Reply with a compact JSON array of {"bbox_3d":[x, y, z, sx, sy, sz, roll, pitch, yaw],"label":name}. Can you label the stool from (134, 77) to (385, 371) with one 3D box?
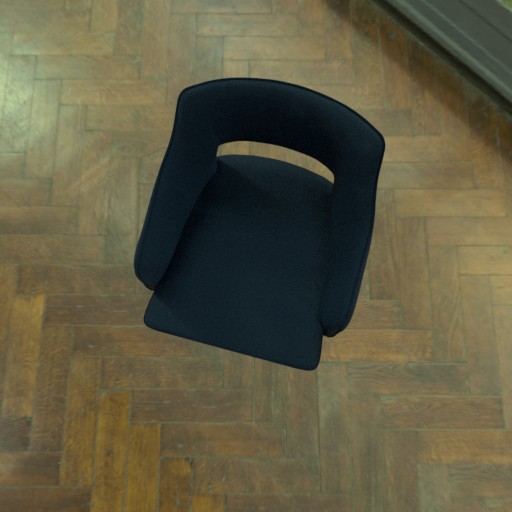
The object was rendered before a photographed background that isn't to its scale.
[{"bbox_3d":[0.000,0.000,1.301,0.550,0.940,0.560,14,79,3],"label":"stool"}]
